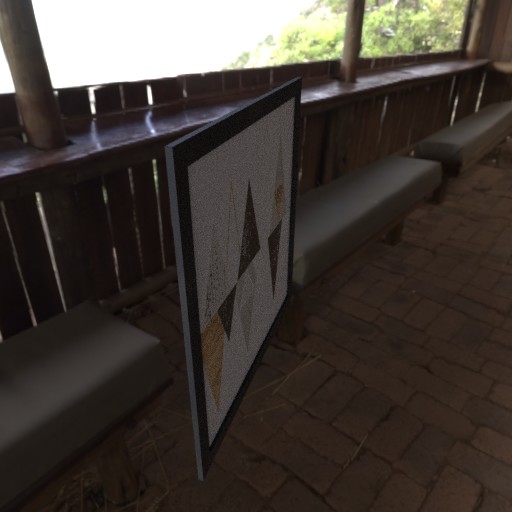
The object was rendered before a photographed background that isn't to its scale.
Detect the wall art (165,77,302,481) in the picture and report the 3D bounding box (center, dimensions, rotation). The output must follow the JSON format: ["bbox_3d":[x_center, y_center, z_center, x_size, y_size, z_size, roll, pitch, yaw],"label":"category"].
[{"bbox_3d":[0.000,0.000,1.224,0.013,0.823,0.823,10,31,17],"label":"wall art"}]
